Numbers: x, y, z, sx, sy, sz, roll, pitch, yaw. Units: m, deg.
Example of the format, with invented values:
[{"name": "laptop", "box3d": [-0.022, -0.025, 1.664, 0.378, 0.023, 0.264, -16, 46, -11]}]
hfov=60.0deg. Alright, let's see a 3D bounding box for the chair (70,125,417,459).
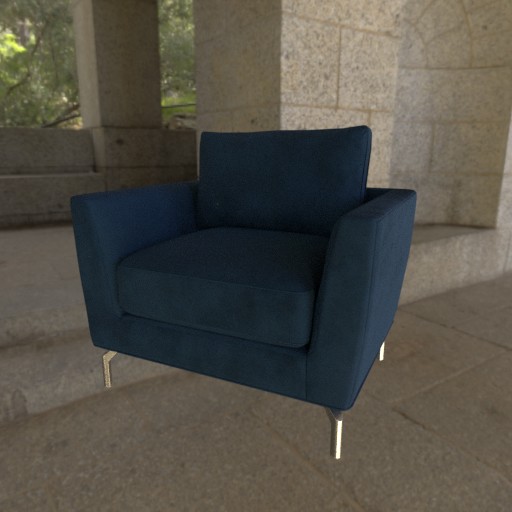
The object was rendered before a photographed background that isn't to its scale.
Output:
[{"name": "chair", "box3d": [0.000, 0.000, 1.571, 0.977, 0.893, 0.746, 7, 16, 25]}]
